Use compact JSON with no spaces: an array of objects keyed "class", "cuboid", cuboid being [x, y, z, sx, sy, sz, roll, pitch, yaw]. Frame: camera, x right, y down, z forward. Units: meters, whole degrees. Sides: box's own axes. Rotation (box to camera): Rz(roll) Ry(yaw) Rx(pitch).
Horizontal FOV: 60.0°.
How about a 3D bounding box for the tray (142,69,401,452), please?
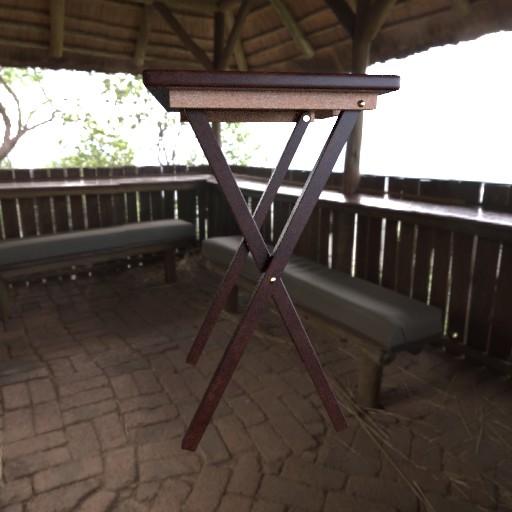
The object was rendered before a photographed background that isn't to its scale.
[{"class":"tray","cuboid":[0.000,0.000,0.945,0.381,0.660,0.483,-2,14,-7]}]
